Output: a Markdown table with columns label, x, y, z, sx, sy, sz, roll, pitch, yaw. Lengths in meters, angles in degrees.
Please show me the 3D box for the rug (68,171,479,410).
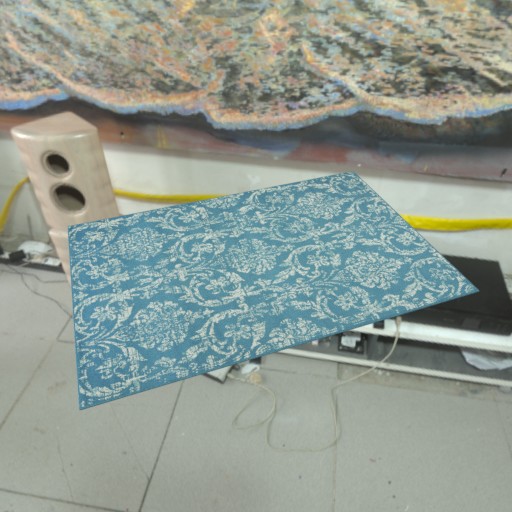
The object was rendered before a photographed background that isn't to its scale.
| label | x | y | z | sx | sy | sz | roll | pitch | yaw |
| --- | --- | --- | --- | --- | --- | --- | --- | --- | --- |
| rug | 0.000 | 0.000 | 3.468 | 2.746 | 0.018 | 1.816 | -13 | 42 | -15 |
